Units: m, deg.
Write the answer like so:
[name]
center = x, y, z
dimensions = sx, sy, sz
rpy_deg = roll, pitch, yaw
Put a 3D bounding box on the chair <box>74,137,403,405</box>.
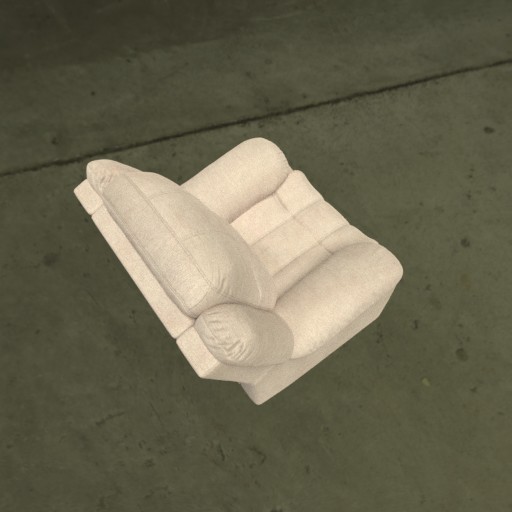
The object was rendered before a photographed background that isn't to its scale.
[chair]
center = 0.000, 0.000, 1.765
dimensions = 0.944, 1.008, 0.899
rpy_deg = -32, 63, -18
